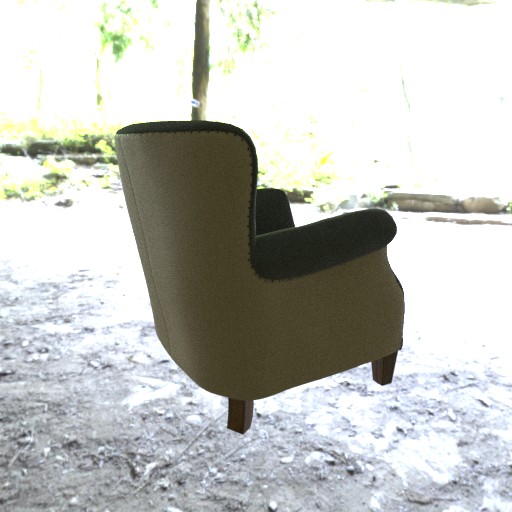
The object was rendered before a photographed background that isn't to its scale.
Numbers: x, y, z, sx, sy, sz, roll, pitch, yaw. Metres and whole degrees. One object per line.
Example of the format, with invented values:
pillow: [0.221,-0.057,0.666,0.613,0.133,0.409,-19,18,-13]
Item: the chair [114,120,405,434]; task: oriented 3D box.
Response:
chair: [0.000,0.000,1.638,0.921,0.936,0.861,-8,17,-26]
